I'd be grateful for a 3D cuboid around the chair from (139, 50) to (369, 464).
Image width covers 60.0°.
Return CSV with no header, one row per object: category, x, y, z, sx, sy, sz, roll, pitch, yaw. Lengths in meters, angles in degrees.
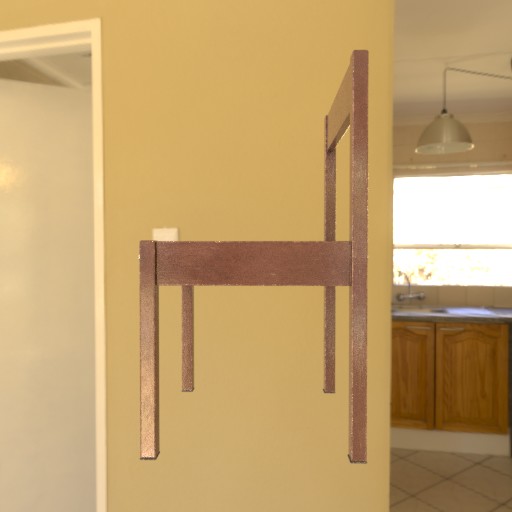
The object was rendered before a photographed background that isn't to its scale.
chair,0.000,0.000,0.686,0.285,0.505,0.285,0,1,2
